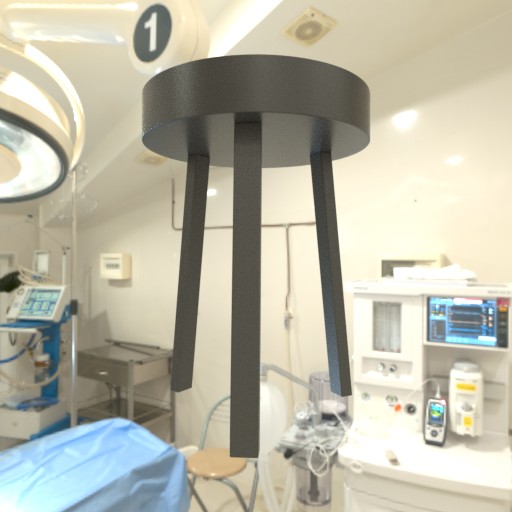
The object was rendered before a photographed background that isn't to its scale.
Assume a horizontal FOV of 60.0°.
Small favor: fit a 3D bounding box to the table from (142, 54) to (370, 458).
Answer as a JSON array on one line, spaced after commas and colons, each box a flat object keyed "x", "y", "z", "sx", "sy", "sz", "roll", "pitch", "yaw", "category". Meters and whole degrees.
[{"x": 0.000, "y": 0.000, "z": 0.816, "sx": 0.406, "sy": 0.559, "sz": 0.406, "roll": 0, "pitch": 0, "yaw": 0, "category": "table"}]
